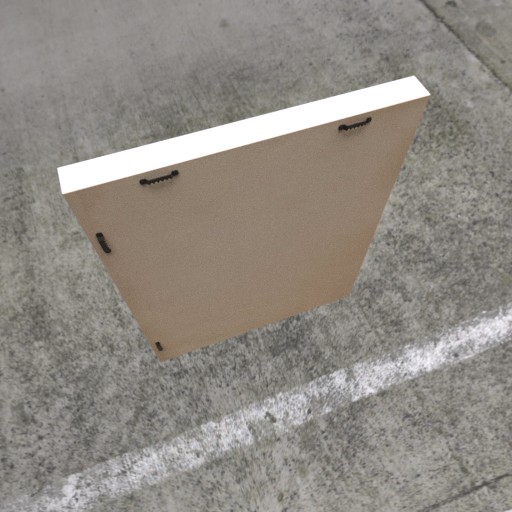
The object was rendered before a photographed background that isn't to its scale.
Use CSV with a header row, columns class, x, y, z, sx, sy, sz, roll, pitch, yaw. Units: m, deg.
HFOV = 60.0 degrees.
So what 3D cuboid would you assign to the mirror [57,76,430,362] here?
class,x,y,z,sx,sy,sz,roll,pitch,yaw
mirror,0.000,0.000,0.682,0.405,0.508,0.041,-18,60,-11
